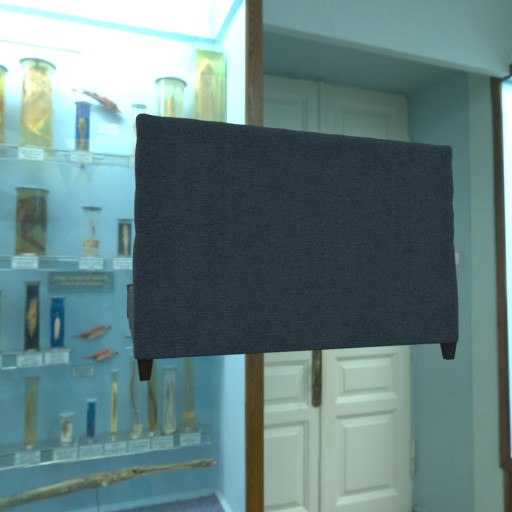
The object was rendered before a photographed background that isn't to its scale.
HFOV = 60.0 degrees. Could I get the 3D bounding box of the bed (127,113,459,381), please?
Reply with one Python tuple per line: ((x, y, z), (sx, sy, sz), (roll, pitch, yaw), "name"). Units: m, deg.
((0.000, 0.000, 3.749), (2.078, 1.427, 2.387), (1, -3, -17), "bed")
